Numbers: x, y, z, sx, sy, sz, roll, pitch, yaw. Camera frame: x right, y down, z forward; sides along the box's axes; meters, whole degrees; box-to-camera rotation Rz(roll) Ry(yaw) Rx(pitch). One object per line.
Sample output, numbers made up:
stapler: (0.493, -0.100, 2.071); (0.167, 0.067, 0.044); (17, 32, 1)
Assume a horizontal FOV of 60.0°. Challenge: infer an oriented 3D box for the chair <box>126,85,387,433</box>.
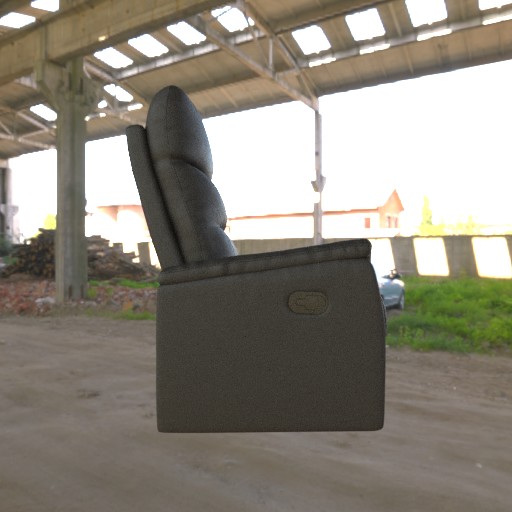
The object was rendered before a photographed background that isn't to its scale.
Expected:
chair: (0.000, 0.000, 1.647); (0.831, 1.082, 0.775); (0, 0, -2)
